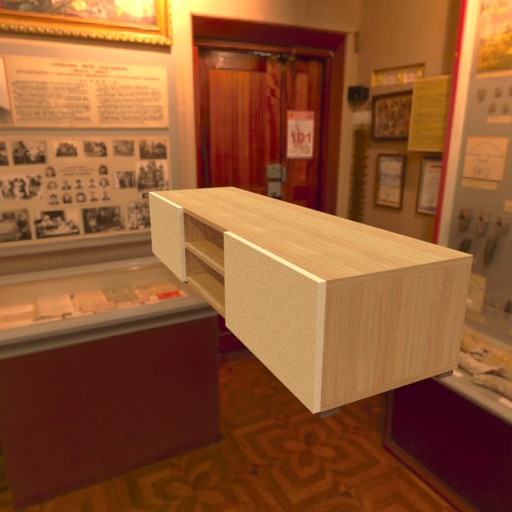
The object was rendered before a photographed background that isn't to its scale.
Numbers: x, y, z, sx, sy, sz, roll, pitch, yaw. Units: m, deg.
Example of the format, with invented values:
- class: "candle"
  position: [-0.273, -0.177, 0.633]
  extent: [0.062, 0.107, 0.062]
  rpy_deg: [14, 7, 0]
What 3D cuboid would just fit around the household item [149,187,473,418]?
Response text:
- class: "household item"
  position: [0.000, 0.000, 1.570]
  extent: [0.420, 0.310, 1.400]
  rpy_deg: [-8, 18, -25]
